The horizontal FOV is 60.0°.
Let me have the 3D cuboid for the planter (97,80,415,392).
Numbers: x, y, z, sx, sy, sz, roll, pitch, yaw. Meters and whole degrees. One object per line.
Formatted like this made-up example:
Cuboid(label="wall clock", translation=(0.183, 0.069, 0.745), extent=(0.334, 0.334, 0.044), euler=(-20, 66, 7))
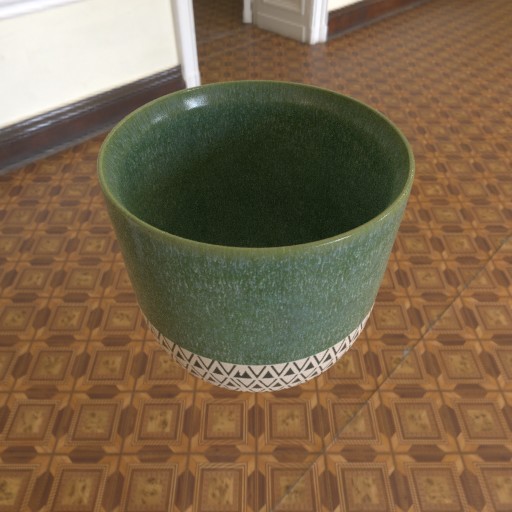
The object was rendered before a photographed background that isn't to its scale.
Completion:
Cuboid(label="planter", translation=(0.000, 0.000, 0.475), extent=(0.266, 0.270, 0.266), euler=(0, 45, 0))
